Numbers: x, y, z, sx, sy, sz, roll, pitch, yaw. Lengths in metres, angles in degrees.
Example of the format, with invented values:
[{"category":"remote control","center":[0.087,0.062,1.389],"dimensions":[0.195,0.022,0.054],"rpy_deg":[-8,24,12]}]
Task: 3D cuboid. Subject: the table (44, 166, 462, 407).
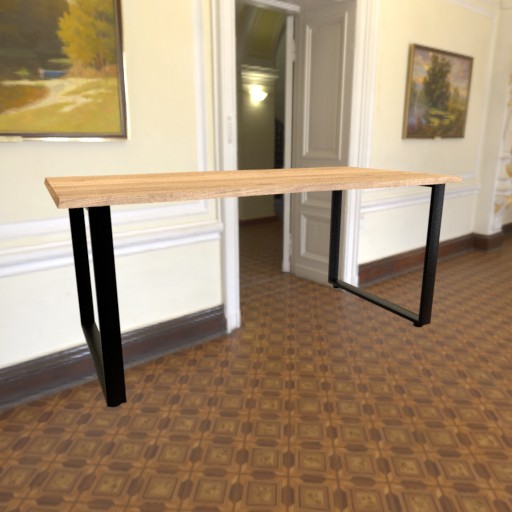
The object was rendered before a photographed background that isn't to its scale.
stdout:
[{"category":"table","center":[0.000,0.000,2.207],"dimensions":[1.800,0.780,0.900],"rpy_deg":[-8,17,-26]}]
